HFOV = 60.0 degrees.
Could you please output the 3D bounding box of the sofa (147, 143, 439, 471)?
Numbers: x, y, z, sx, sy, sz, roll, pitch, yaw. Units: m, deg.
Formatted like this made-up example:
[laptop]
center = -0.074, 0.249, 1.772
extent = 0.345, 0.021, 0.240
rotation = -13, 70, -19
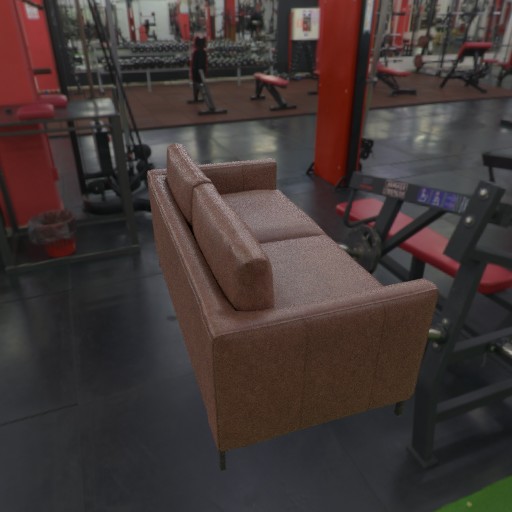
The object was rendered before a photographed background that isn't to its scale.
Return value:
[sofa]
center = 0.000, 0.000, 2.339
extent = 0.899, 0.883, 1.797
rotation = -10, 30, -17
